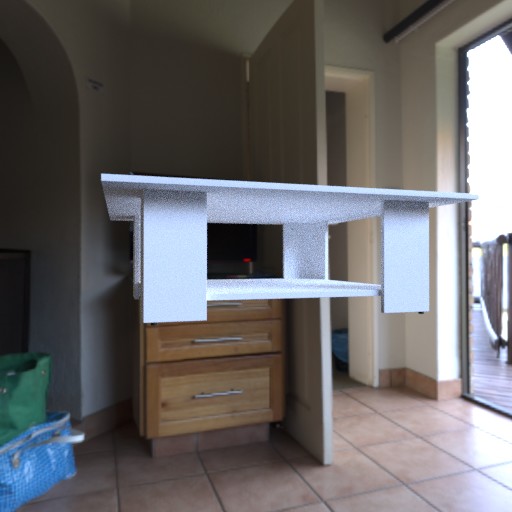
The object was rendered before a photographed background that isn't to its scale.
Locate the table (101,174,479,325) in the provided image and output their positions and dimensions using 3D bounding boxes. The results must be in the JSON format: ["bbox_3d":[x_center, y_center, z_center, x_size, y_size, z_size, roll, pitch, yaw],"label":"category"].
[{"bbox_3d":[0.000,0.000,1.397,0.890,0.305,0.890,0,0,-17],"label":"table"}]
